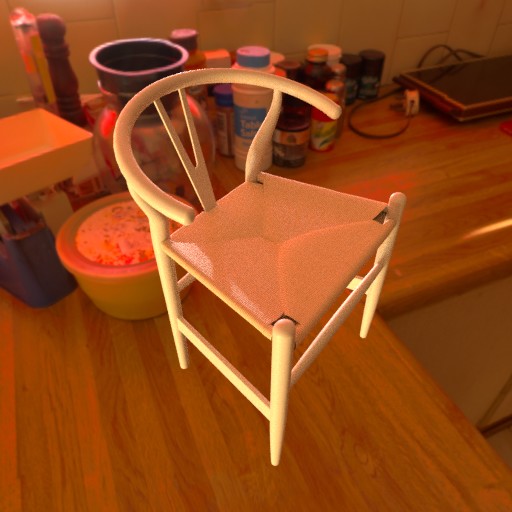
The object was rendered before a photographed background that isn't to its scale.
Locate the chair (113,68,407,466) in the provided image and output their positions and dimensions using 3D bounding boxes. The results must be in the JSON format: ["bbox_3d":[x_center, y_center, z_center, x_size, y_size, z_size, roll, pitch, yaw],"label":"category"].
[{"bbox_3d":[0.000,0.000,1.061,0.500,0.736,0.533,26,48,26],"label":"chair"}]
